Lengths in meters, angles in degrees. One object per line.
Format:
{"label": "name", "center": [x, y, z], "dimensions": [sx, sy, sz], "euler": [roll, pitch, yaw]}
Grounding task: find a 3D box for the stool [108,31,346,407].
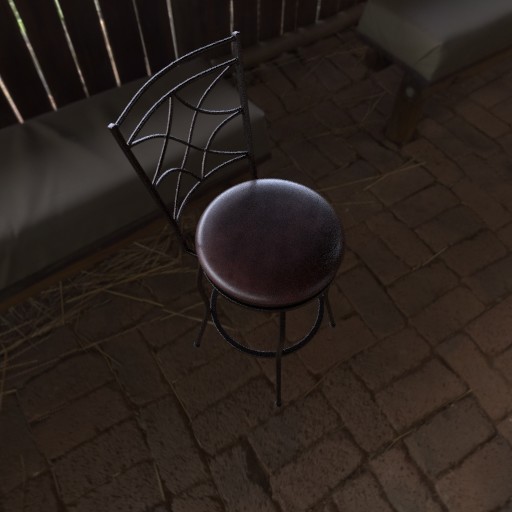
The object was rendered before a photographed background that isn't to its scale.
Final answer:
{"label": "stool", "center": [0.000, 0.000, 1.401], "dimensions": [0.534, 1.117, 0.434], "euler": [31, 62, 19]}
